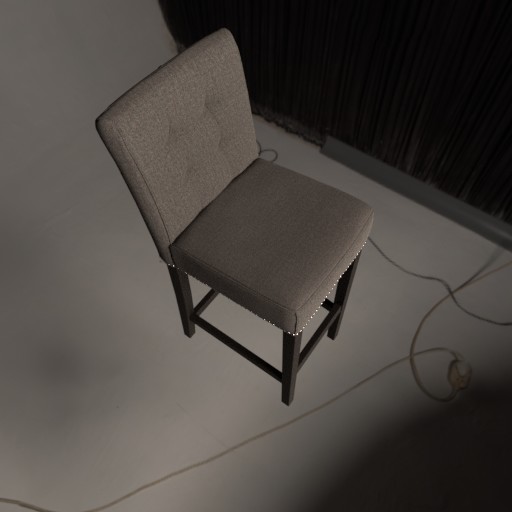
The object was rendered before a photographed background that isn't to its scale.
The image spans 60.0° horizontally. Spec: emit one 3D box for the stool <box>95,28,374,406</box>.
[{"bbox_3d":[0.000,0.000,1.307,0.548,1.047,0.411,32,62,19],"label":"stool"}]
